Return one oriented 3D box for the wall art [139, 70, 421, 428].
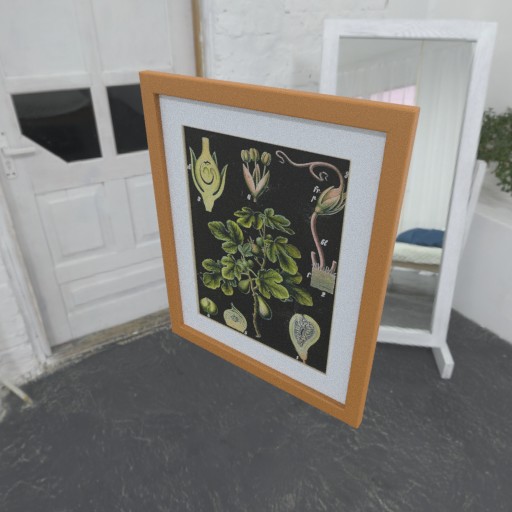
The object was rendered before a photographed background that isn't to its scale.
[{"bbox_3d":[0.000,0.000,0.760,0.452,0.553,0.022,20,37,29],"label":"wall art"}]
